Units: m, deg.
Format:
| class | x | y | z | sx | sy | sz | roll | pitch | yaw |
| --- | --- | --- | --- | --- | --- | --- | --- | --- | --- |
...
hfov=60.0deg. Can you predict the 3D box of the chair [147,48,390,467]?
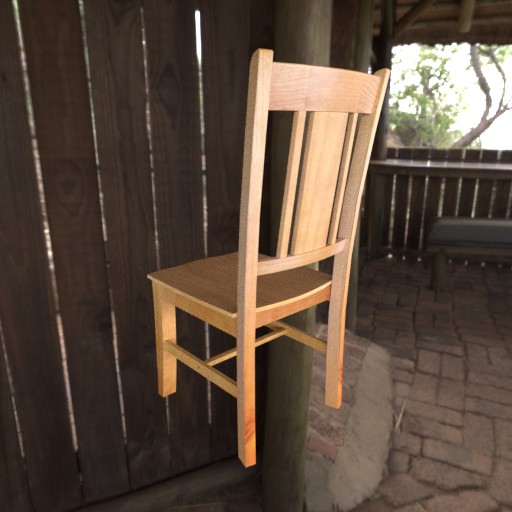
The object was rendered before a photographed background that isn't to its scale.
| class | x | y | z | sx | sy | sz | roll | pitch | yaw |
| --- | --- | --- | --- | --- | --- | --- | --- | --- | --- |
| chair | 0.000 | 0.000 | 1.286 | 0.450 | 0.998 | 0.556 | -14 | 21 | -41 |
